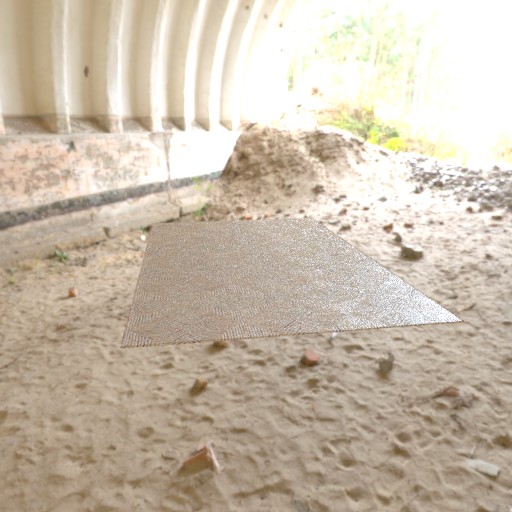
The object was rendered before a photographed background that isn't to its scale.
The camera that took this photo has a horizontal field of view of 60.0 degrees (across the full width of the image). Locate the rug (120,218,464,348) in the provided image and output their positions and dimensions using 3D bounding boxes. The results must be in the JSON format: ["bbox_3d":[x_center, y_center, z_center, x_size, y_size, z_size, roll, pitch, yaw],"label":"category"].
[{"bbox_3d":[0.000,0.000,3.046,1.519,0.007,2.428,-3,16,-9],"label":"rug"}]
